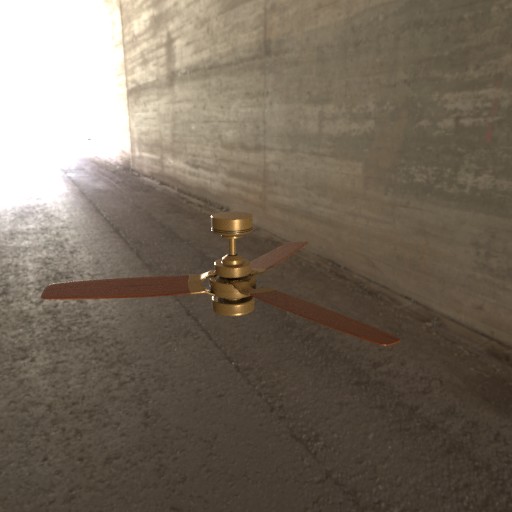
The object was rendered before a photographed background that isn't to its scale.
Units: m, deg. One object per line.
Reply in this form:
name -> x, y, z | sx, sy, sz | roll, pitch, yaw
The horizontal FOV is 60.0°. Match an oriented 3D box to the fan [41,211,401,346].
fan -> 0.000, 0.000, 2.025 | 1.416, 0.425, 1.271 | 8, 18, 26
